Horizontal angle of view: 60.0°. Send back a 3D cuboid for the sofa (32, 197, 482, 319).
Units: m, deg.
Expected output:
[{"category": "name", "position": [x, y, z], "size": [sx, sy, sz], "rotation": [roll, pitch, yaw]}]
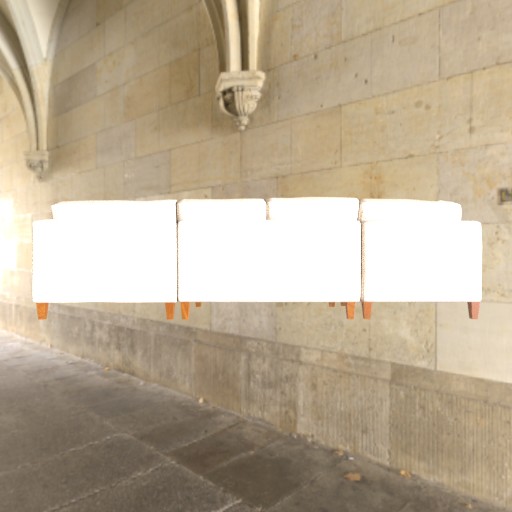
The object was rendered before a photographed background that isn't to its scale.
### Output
[{"category": "sofa", "position": [0.000, 0.000, 4.626], "size": [3.460, 0.961, 2.594], "rotation": [0, 0, 0]}]
